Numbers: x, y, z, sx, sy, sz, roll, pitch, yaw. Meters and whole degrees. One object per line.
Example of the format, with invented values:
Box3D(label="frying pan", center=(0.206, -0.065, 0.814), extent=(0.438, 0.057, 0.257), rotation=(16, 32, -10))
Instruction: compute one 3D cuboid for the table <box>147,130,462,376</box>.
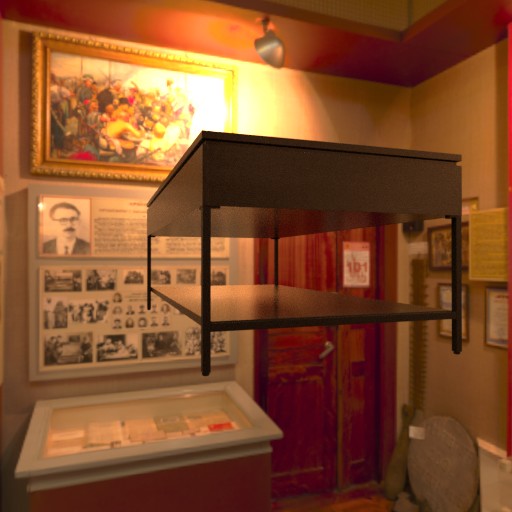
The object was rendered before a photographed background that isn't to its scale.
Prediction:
Box3D(label="table", center=(0.000, 0.000, 1.388), extent=(0.574, 0.435, 1.095), rotation=(0, 0, -19))
